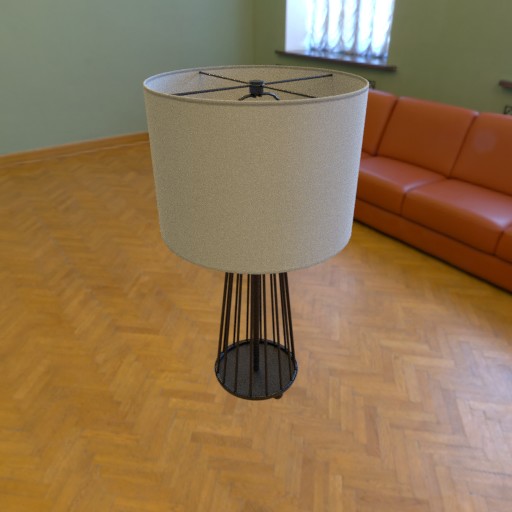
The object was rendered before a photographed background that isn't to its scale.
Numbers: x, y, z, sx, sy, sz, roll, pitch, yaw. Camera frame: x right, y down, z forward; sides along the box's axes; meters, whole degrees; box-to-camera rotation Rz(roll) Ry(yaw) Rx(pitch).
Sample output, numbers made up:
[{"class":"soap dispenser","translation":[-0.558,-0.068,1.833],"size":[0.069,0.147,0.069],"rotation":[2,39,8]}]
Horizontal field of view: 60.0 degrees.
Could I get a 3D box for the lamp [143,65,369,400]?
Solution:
[{"class":"lamp","translation":[0.000,0.000,0.793],"size":[0.322,0.593,0.322],"rotation":[-21,36,-32]}]
